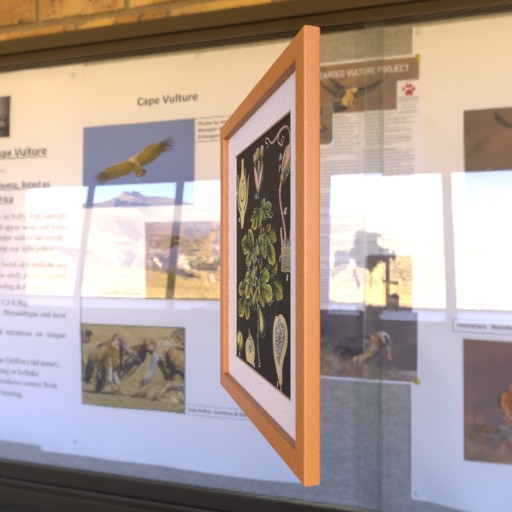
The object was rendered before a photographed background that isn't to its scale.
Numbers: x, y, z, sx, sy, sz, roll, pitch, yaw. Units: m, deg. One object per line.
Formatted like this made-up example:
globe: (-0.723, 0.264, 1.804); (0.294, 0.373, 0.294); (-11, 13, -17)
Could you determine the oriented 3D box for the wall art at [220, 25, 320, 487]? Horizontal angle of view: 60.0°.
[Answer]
wall art: (0.000, 0.000, 0.512); (0.015, 0.379, 0.310); (0, 0, -17)
